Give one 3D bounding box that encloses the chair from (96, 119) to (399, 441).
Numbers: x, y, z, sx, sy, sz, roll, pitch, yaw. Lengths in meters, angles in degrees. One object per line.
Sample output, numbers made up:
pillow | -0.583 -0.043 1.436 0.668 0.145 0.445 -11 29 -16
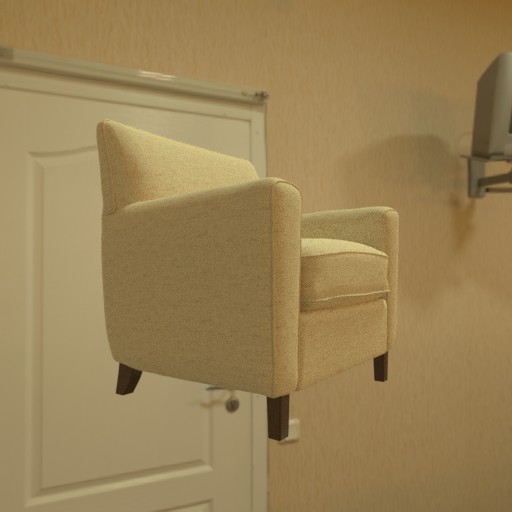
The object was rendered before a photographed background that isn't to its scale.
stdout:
chair | 0.000 0.000 1.621 0.823 0.943 0.870 -1 -1 37
